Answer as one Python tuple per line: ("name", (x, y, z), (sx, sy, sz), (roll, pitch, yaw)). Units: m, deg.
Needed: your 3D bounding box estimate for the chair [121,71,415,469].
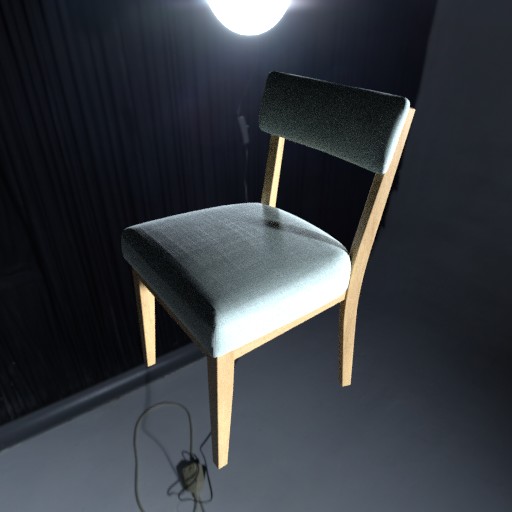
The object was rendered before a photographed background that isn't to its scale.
("chair", (0.000, 0.000, 1.183), (0.572, 0.832, 0.508), (-20, 36, -30))
